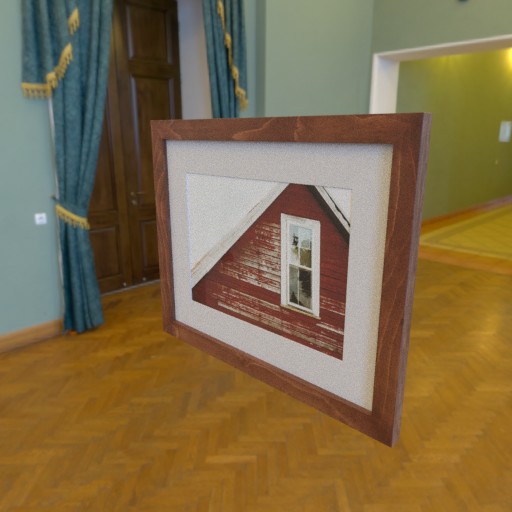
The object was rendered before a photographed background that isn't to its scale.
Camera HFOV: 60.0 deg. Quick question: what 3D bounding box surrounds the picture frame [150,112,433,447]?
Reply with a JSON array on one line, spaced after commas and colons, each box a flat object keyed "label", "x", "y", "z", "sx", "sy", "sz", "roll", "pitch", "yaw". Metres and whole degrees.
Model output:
[{"label": "picture frame", "x": 0.000, "y": 0.000, "z": 0.768, "sx": 0.559, "sy": 0.457, "sz": 0.025, "roll": 14, "pitch": 21, "yaw": 42}]
